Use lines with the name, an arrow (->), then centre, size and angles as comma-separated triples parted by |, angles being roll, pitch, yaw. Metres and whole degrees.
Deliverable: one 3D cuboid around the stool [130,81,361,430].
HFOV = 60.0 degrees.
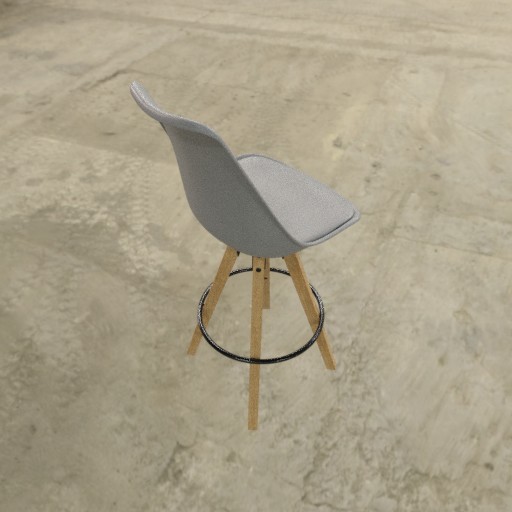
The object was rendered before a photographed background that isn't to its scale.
stool -> 0.000, 0.000, 1.381 | 0.550, 1.115, 0.485 | -28, 49, -28
